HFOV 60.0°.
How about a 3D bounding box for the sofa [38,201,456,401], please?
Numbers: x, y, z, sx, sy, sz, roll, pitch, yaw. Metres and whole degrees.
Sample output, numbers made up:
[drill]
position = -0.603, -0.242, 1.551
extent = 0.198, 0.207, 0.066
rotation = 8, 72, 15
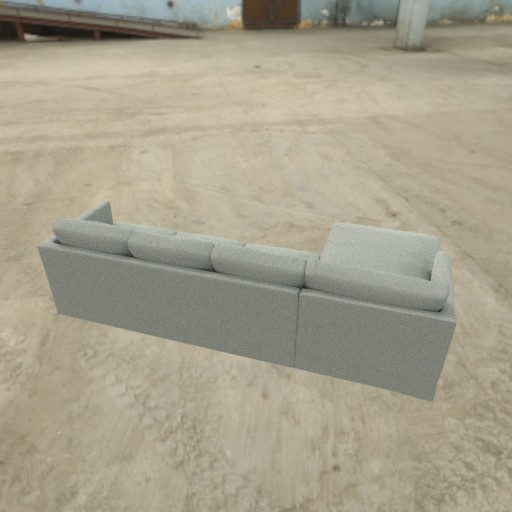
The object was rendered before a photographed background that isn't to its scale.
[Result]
[sofa]
position = 0.000, 0.000, 3.962
extent = 3.205, 0.922, 1.650
rotation = 10, 33, 15
